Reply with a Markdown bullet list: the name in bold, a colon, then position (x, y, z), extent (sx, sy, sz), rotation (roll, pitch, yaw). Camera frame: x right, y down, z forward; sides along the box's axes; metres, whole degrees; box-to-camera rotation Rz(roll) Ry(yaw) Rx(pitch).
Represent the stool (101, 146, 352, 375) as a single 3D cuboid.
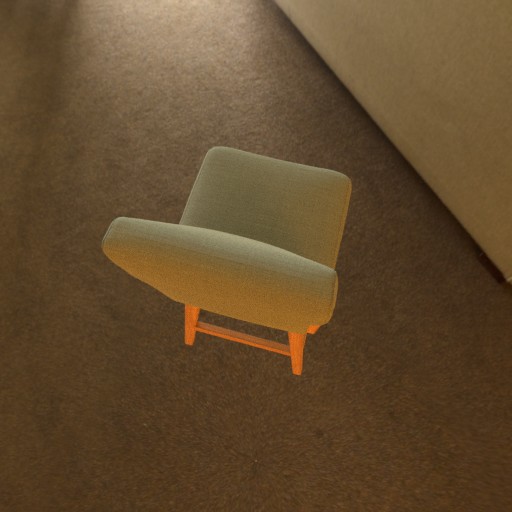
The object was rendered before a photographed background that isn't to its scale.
- **stool**: position (0.000, 0.000, 1.308), extent (0.459, 1.019, 0.570), rotation (14, 66, 6)
